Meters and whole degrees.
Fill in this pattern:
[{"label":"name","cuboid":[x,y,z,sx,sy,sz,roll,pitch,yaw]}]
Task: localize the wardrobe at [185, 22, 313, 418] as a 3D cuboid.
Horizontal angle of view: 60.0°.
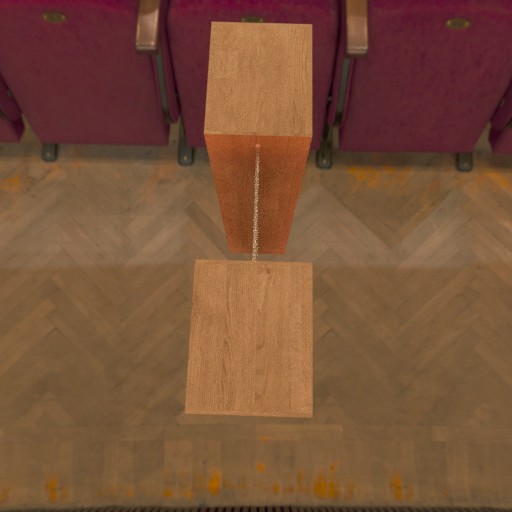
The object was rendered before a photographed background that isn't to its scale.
[{"label":"wardrobe","cuboid":[0.000,0.000,2.854,0.480,2.000,1.770,2,75,0]}]
